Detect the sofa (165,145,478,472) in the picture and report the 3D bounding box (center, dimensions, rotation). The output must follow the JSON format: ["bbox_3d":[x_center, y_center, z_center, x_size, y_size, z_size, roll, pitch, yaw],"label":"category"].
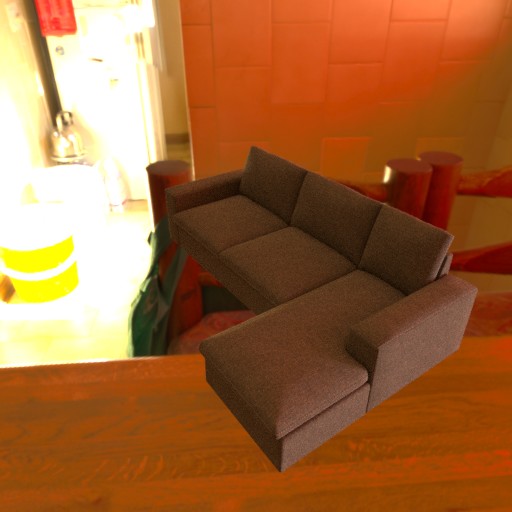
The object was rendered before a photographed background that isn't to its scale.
[{"bbox_3d":[0.000,0.000,3.521,1.689,0.940,2.718,-21,37,-29],"label":"sofa"}]
